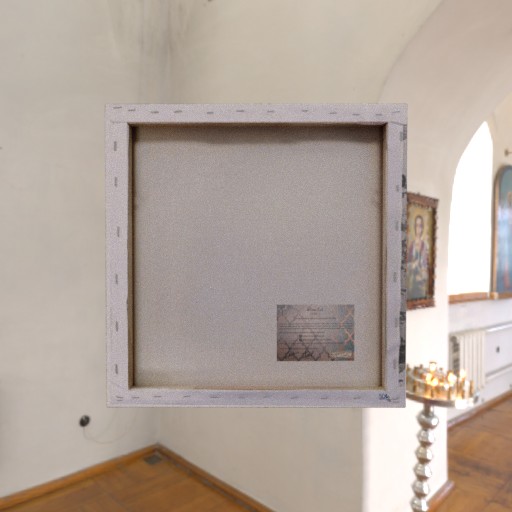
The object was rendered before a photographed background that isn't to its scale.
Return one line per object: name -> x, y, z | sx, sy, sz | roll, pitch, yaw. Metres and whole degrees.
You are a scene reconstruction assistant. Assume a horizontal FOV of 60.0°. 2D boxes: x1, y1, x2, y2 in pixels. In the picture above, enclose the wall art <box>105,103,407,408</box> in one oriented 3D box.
wall art -> 0.000, 0.000, 0.464 | 0.302, 0.306, 0.038 | 0, 1, 0
